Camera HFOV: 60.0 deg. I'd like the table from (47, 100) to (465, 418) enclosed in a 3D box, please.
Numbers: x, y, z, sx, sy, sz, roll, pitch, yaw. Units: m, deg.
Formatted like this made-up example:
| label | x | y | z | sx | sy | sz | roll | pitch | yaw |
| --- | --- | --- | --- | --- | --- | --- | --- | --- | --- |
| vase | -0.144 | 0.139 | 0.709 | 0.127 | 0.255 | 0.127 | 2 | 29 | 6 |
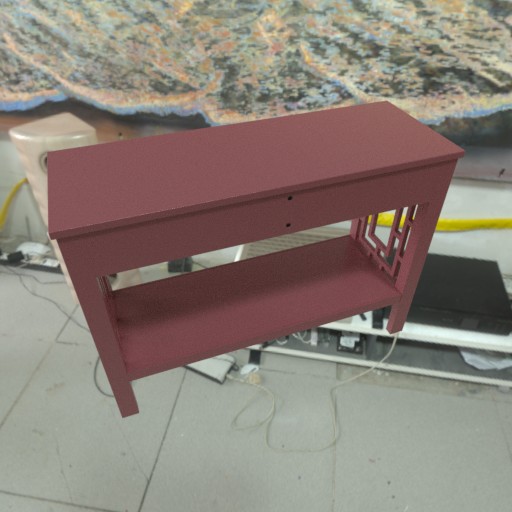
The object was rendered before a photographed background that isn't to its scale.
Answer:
| label | x | y | z | sx | sy | sz | roll | pitch | yaw |
| --- | --- | --- | --- | --- | --- | --- | --- | --- | --- |
| table | 0.000 | 0.000 | 1.449 | 1.068 | 0.753 | 0.397 | -13 | 42 | -15 |
